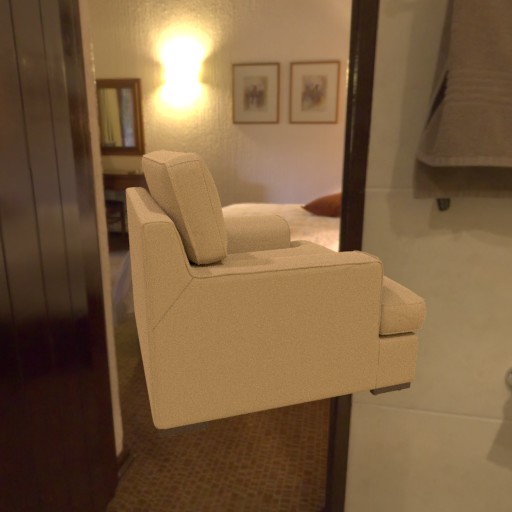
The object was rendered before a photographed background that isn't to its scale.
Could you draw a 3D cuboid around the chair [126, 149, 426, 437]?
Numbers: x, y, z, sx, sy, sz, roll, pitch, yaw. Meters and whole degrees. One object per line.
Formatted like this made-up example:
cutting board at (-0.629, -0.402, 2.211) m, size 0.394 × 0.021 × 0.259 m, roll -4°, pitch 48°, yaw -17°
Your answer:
chair at (0.000, 0.000, 2.158) m, size 1.274 × 1.005 × 1.293 m, roll -7°, pitch 16°, yaw -25°
